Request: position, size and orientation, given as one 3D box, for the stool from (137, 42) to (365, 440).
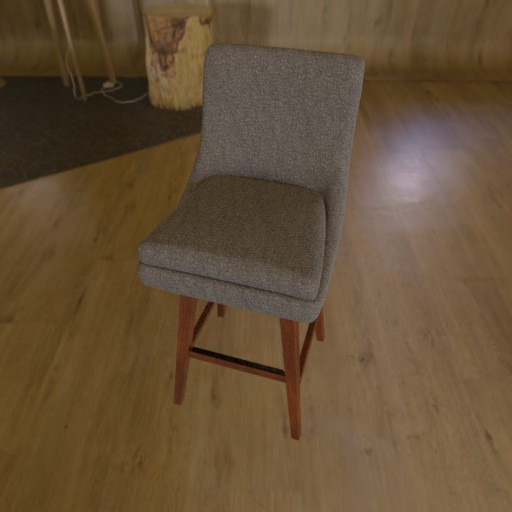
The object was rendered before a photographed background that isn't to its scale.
[{"bbox_3d":[0.000,0.000,1.364,0.489,1.068,0.572,12,42,13],"label":"stool"}]
